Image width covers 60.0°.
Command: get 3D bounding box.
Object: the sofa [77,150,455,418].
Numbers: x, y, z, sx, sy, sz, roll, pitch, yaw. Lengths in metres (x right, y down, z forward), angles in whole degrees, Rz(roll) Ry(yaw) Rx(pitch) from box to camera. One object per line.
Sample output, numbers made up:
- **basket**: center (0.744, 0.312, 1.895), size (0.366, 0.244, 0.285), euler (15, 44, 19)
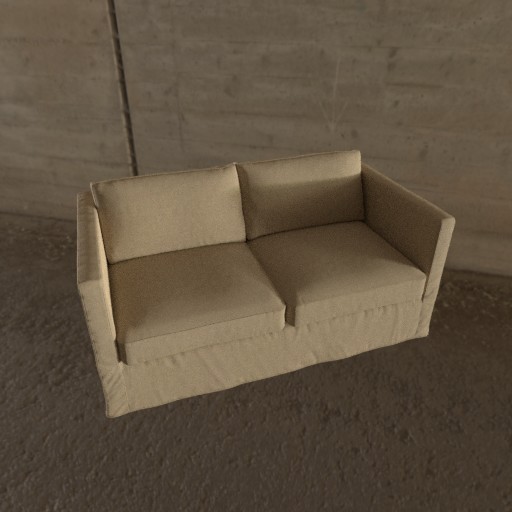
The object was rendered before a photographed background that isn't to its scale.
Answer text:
- **sofa**: center (0.000, 0.000, 2.351), size (1.719, 0.835, 0.962), euler (-10, 32, -16)
